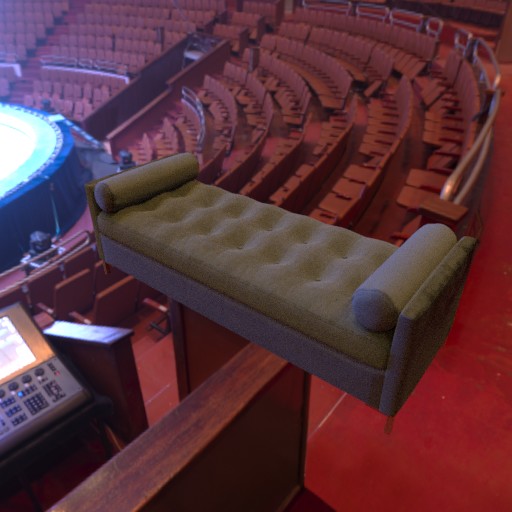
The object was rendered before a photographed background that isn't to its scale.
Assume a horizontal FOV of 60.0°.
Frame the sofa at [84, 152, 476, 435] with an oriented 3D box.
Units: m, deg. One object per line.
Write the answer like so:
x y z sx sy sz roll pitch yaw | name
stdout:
0.000 0.000 2.543 2.102 0.705 0.796 22 38 32 | sofa
